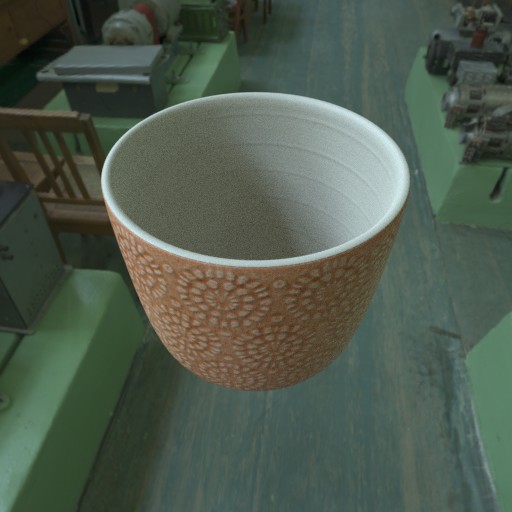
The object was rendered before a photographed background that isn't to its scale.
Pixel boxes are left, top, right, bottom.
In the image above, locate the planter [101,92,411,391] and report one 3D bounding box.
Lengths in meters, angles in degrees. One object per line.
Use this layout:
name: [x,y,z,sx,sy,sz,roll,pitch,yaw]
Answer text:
planter: [0.000,0.000,0.371,0.208,0.190,0.208,0,45,0]
